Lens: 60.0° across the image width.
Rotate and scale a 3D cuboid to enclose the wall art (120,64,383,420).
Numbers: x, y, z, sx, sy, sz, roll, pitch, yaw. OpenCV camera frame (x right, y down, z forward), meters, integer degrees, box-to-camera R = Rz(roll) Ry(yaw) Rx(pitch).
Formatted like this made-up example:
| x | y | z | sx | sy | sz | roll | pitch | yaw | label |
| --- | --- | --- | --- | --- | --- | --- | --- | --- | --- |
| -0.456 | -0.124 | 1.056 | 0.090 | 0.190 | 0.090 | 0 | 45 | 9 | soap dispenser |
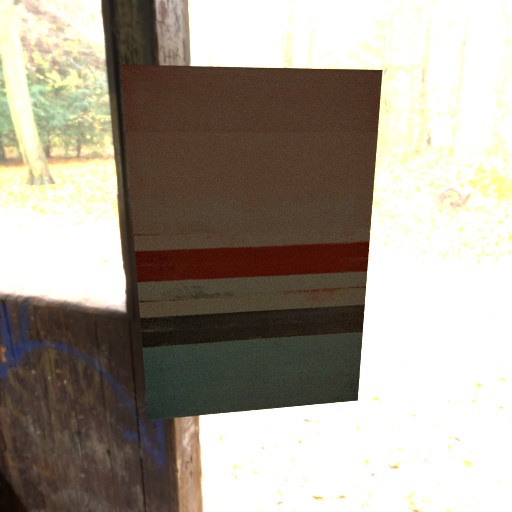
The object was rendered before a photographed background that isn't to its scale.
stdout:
| x | y | z | sx | sy | sz | roll | pitch | yaw | label |
| --- | --- | --- | --- | --- | --- | --- | --- | --- | --- |
| 0.000 | 0.000 | 1.164 | 0.610 | 0.914 | 0.038 | -2 | 16 | -8 | wall art |
